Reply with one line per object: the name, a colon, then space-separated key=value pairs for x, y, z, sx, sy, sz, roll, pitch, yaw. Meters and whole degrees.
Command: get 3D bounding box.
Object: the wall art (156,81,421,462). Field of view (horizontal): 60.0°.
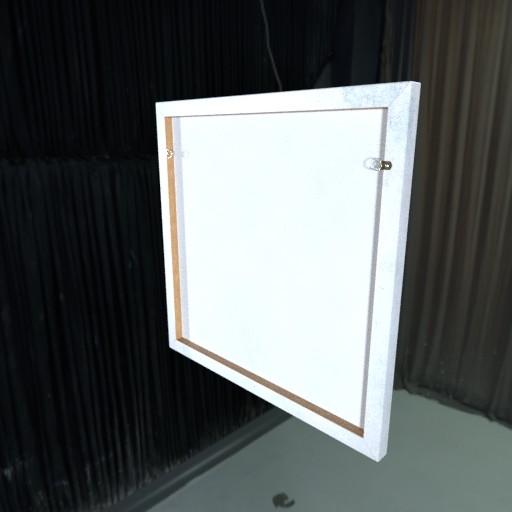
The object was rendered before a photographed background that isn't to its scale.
wall art: x=0.000 y=0.000 z=1.113 sx=0.762 sy=0.762 sz=0.041 roll=15 pitch=21 yaw=42
